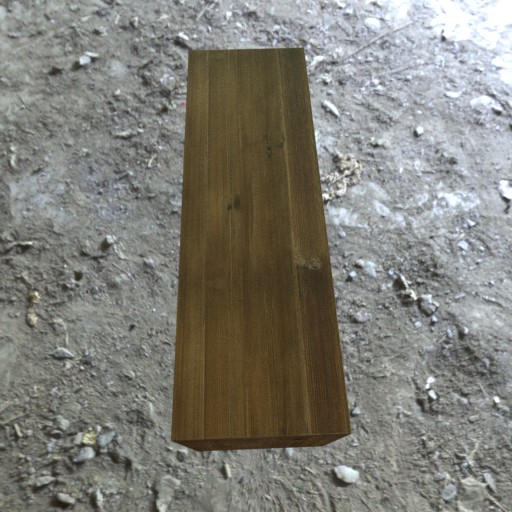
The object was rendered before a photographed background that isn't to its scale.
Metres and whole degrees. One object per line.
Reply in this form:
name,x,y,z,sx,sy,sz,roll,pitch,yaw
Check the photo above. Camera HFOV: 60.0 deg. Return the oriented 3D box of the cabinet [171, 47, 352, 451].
cabinet,0.000,0.000,1.767,0.472,0.800,1.400,-2,64,-1
